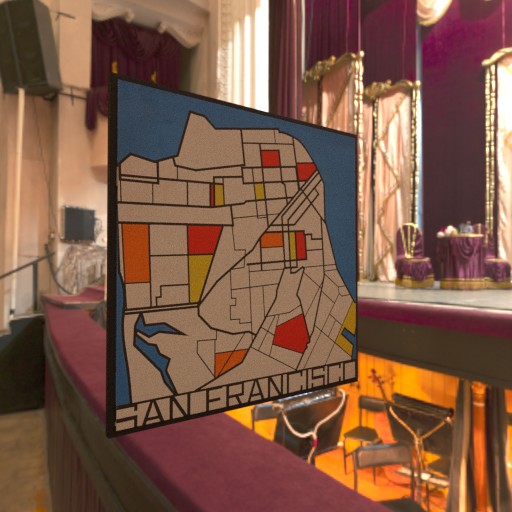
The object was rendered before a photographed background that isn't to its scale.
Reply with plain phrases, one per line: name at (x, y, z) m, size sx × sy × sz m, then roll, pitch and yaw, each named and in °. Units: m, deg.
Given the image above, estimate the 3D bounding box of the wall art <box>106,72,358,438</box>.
wall art at (0.000, 0.000, 0.691) m, size 0.458 × 0.457 × 0.013 m, roll 1°, pitch -1°, yaw -36°
